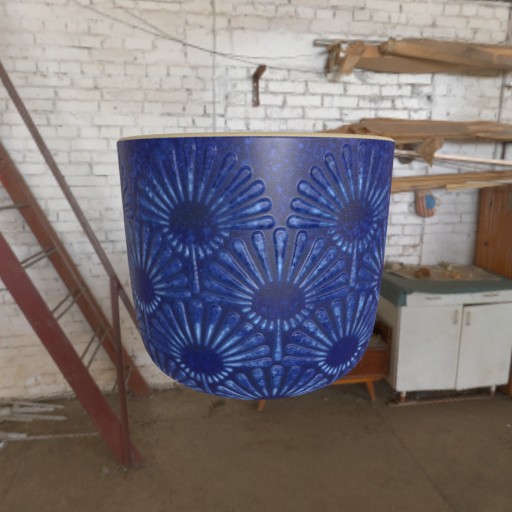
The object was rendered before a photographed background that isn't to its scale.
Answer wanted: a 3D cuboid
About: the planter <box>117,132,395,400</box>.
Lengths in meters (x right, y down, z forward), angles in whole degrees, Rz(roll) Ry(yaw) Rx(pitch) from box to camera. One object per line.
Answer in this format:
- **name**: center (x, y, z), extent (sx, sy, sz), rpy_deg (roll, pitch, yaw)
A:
- **planter**: center (0.000, 0.000, 0.217), extent (0.124, 0.109, 0.124), rpy_deg (0, 12, 0)
